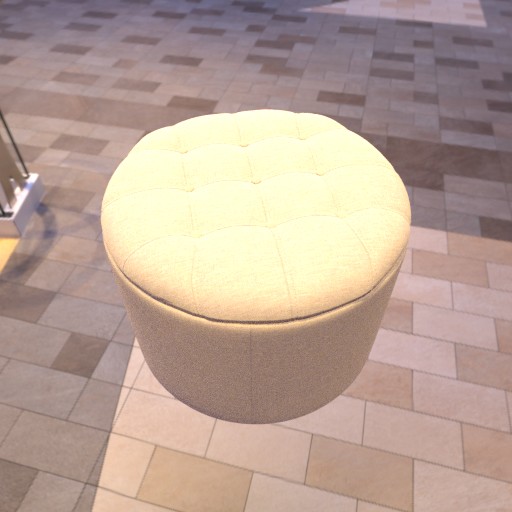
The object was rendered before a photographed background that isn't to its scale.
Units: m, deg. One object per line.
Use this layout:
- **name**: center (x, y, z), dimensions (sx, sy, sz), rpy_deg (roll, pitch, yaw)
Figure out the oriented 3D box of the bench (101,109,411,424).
- **bench**: center (0.000, 0.000, 0.993), dimensions (0.600, 0.454, 0.600), rpy_deg (0, 47, 0)
